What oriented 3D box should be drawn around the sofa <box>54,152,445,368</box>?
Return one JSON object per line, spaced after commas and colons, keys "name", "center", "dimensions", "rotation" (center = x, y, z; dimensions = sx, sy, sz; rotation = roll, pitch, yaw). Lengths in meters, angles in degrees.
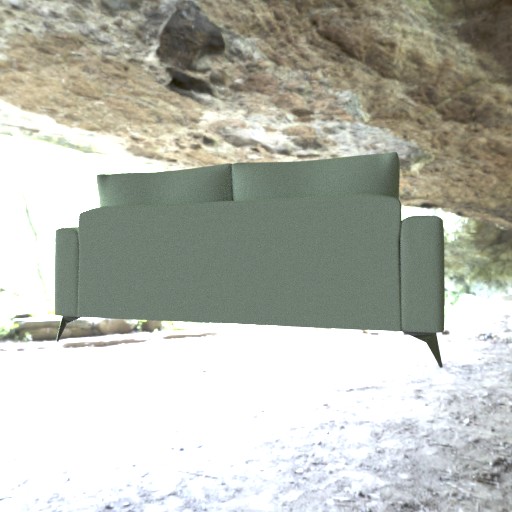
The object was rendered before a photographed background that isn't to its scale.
{"name": "sofa", "center": [0.000, 0.000, 2.190], "dimensions": [1.650, 0.790, 0.920], "rotation": [0, -1, 18]}
